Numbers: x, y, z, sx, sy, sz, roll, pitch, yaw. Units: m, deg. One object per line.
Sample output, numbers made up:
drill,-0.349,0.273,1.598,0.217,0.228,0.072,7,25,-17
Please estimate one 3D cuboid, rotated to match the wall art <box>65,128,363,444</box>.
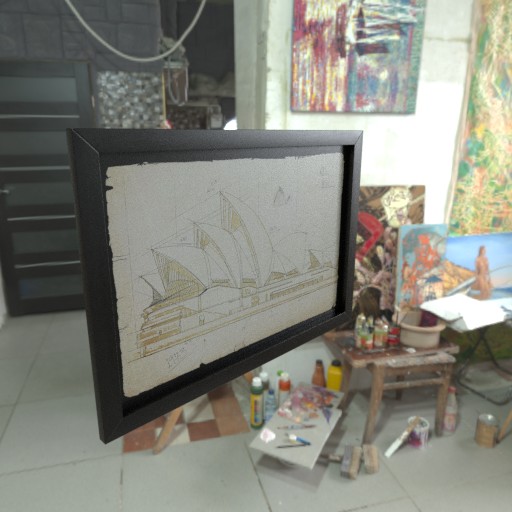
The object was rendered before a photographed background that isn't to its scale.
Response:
wall art,0.000,0.000,0.559,0.440,0.306,0.013,-15,21,-43
